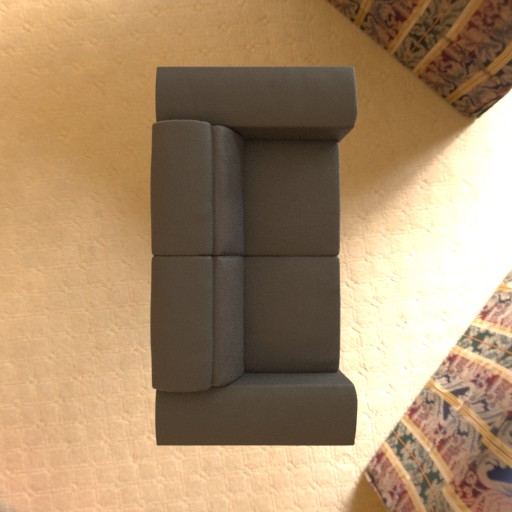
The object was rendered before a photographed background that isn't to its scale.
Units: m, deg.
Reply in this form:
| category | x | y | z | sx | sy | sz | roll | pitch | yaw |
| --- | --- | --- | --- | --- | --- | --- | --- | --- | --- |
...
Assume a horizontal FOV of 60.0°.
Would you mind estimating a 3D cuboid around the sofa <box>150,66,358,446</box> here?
| category | x | y | z | sx | sy | sz | roll | pitch | yaw |
| --- | --- | --- | --- | --- | --- | --- | --- | --- | --- |
| sofa | 0.000 | 0.000 | 2.410 | 1.003 | 0.779 | 1.895 | 0 | 90 | 0 |
